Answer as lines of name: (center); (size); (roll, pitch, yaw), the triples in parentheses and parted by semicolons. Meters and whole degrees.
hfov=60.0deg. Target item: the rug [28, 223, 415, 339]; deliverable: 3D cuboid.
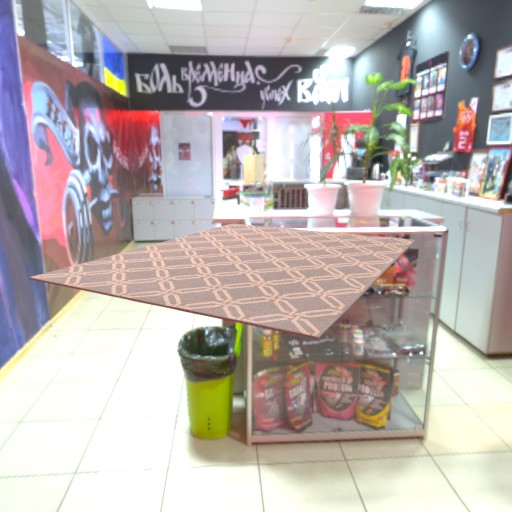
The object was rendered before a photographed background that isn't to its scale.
rug: (0.000, 0.000, 4.006); (2.288, 0.018, 2.895); (7, 15, 28)
